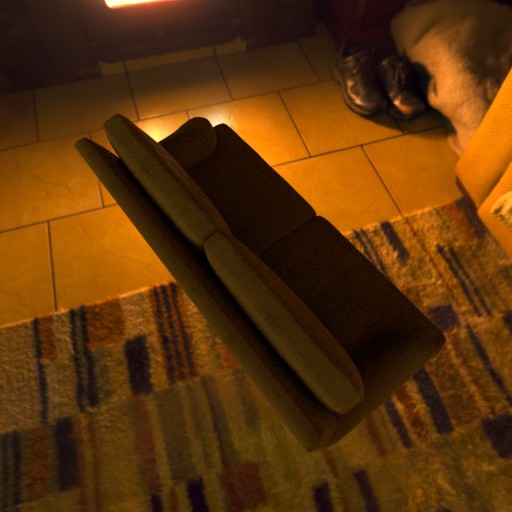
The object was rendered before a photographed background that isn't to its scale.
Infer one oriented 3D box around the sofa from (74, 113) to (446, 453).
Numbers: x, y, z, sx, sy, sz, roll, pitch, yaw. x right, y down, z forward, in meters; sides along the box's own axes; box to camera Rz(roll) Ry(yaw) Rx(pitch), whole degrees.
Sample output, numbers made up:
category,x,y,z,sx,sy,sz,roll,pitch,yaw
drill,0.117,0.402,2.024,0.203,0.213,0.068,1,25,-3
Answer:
category,x,y,z,sx,sy,sz,roll,pitch,yaw
sofa,0.000,0.000,2.691,1.086,1.087,2.165,-33,65,-18
